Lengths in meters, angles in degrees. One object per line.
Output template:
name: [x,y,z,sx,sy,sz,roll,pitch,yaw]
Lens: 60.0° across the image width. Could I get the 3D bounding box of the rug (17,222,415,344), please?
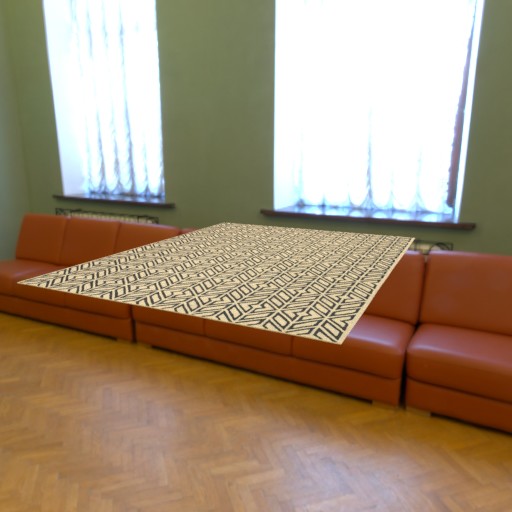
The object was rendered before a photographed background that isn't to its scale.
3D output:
rug: [0.000,0.000,4.065,2.421,0.008,3.045,6,15,25]
